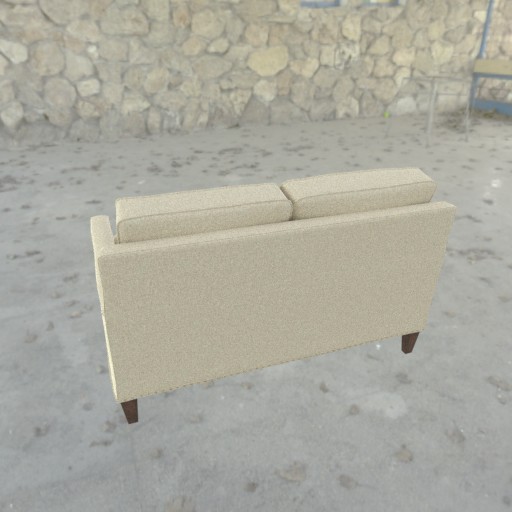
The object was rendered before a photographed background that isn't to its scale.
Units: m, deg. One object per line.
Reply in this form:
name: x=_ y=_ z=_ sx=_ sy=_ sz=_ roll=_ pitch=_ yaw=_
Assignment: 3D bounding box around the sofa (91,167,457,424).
sofa: x=0.000 y=0.000 z=2.304 sx=1.597 sy=1.003 sz=1.084 roll=-9 pitch=27 yaw=-18
